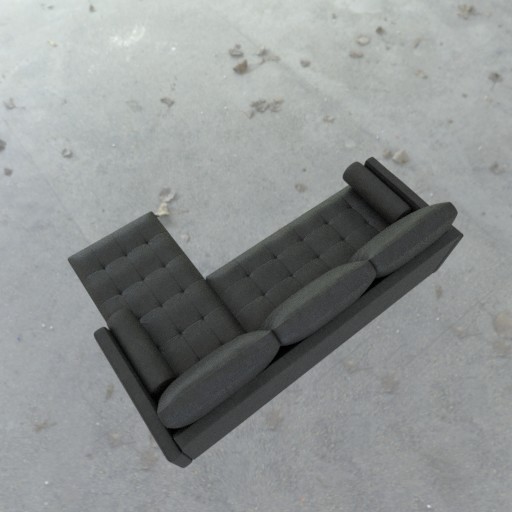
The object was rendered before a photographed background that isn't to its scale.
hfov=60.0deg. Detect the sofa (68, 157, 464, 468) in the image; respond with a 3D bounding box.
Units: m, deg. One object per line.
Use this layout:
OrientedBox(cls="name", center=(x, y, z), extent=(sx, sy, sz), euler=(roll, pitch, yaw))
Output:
OrientedBox(cls="sofa", center=(0.000, 0.000, 2.899), extent=(2.178, 0.876, 1.497), euler=(-33, 66, -17))
